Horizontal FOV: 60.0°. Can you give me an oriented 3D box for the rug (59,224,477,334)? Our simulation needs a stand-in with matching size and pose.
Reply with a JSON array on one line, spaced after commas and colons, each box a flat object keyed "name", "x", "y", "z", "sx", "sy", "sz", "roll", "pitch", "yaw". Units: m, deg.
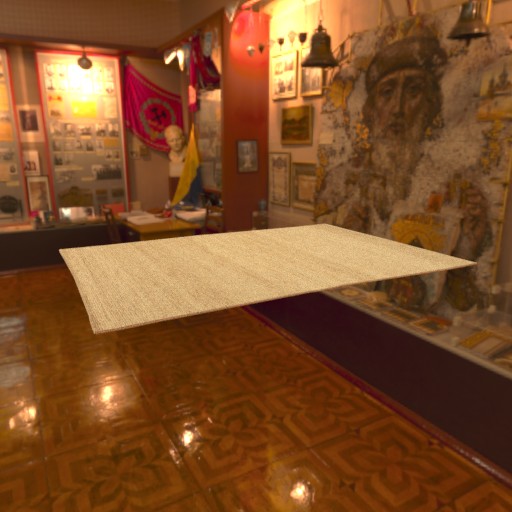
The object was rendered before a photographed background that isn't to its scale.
[{"name": "rug", "x": 0.000, "y": 0.000, "z": 2.926, "sx": 2.283, "sy": 0.030, "sz": 1.596, "roll": -7, "pitch": 16, "yaw": -26}]
